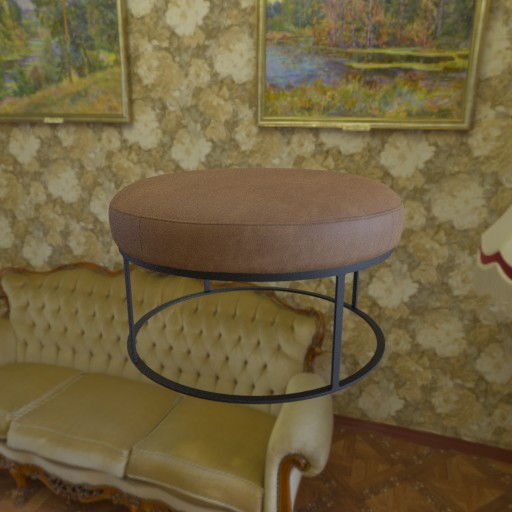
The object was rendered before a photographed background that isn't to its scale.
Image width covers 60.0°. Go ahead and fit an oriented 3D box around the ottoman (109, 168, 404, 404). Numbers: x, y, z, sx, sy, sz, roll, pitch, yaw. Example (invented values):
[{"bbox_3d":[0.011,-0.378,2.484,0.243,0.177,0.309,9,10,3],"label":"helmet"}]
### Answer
[{"bbox_3d":[0.000,0.000,1.251,0.771,0.460,0.771,0,16,0],"label":"ottoman"}]
